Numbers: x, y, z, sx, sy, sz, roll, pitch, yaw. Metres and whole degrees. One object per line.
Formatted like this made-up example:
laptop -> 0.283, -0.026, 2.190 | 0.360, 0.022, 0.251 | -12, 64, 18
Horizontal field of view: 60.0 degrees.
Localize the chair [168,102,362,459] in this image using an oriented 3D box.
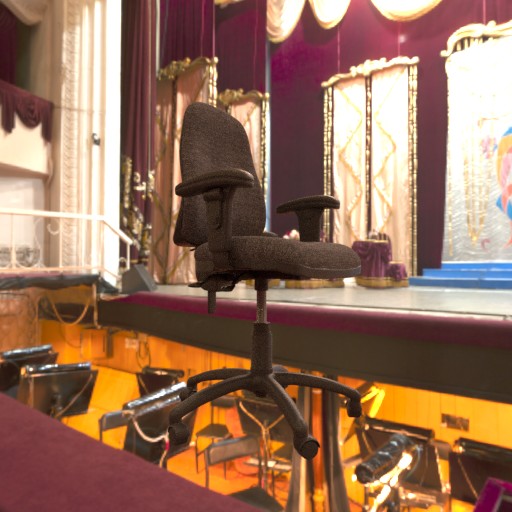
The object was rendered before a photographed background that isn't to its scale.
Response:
chair -> 0.000, 0.000, 1.249 | 0.530, 0.910, 0.550 | -1, -2, 35
